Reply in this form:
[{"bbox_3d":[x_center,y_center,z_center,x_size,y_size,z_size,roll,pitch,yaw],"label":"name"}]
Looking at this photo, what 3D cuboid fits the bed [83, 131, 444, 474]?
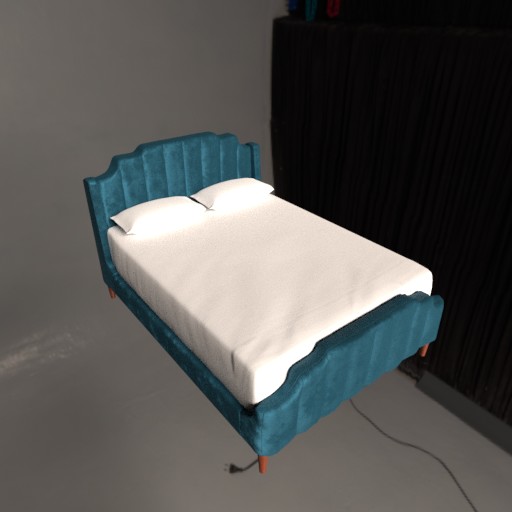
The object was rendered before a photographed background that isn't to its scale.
[{"bbox_3d":[0.000,0.000,3.385,1.678,1.338,2.322,-22,37,-32],"label":"bed"}]
